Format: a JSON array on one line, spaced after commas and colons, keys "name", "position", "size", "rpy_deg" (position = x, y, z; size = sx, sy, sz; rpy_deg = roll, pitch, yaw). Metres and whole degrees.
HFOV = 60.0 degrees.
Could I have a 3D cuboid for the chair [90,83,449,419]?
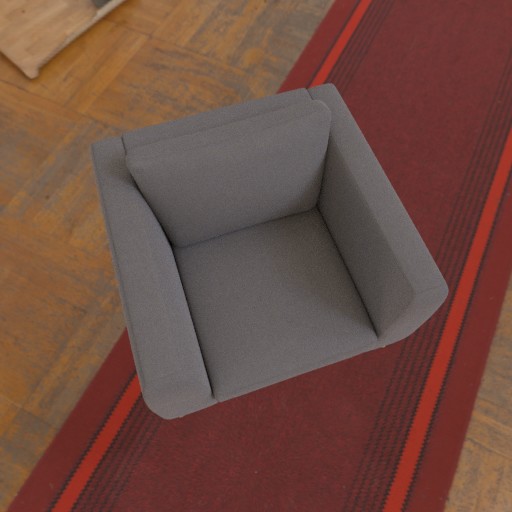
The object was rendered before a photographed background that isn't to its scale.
[{"name": "chair", "position": [0.000, 0.000, 1.693], "size": [1.000, 0.860, 0.930], "rpy_deg": [-17, 65, -8]}]
